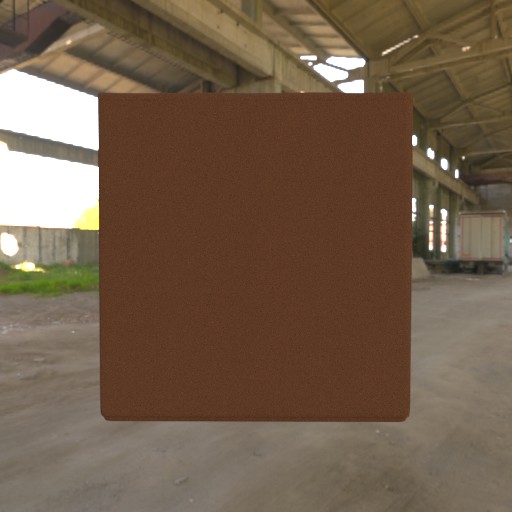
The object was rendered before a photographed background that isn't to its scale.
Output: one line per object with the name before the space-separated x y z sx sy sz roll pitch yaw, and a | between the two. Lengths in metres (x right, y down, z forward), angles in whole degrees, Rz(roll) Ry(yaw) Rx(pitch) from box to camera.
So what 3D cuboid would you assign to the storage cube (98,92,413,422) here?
storage cube | 0.000 0.000 0.506 0.270 0.280 0.270 0 1 0
